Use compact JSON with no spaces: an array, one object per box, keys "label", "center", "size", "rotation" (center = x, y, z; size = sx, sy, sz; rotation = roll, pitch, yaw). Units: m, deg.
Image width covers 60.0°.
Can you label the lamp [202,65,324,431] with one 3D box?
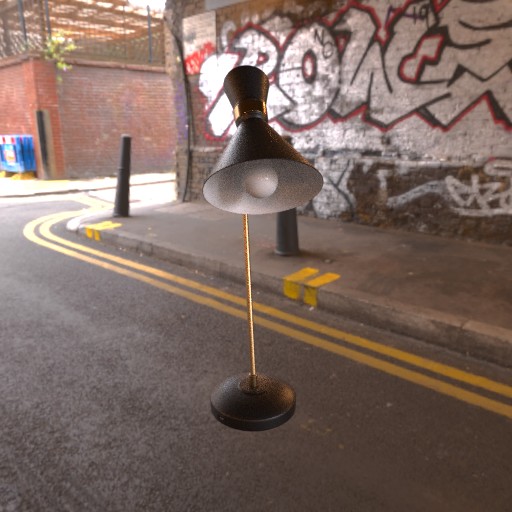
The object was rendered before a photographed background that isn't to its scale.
[{"label":"lamp","center":[0.000,0.000,0.791],"size":[0.189,0.647,0.292],"rotation":[-2,15,-9]}]
